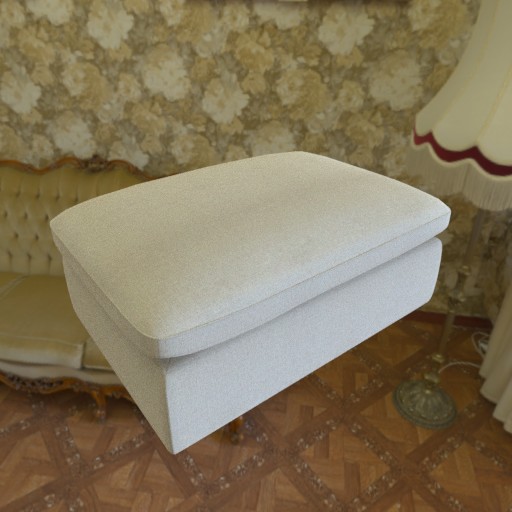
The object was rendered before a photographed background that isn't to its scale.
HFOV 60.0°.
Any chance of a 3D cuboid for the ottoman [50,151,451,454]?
[{"bbox_3d":[0.000,0.000,1.329,0.984,0.453,0.686,-21,36,-32],"label":"ottoman"}]
